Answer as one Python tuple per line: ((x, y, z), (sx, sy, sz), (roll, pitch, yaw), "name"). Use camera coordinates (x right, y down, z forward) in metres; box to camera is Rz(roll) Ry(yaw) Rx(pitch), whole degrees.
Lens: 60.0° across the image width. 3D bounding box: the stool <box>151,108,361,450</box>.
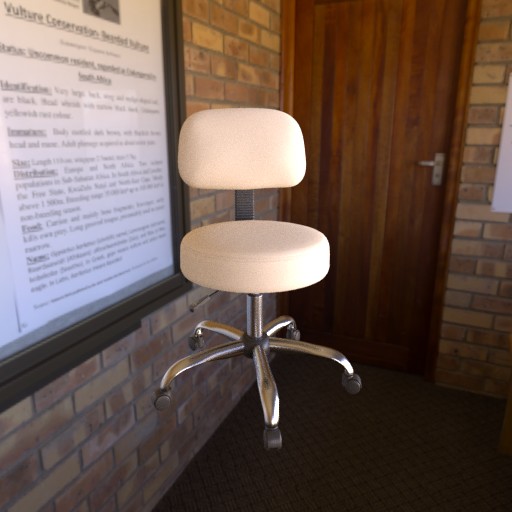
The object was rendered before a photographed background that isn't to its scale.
((0.000, 0.000, 1.237), (0.609, 0.810, 0.616), (-2, 16, -8), "stool")
